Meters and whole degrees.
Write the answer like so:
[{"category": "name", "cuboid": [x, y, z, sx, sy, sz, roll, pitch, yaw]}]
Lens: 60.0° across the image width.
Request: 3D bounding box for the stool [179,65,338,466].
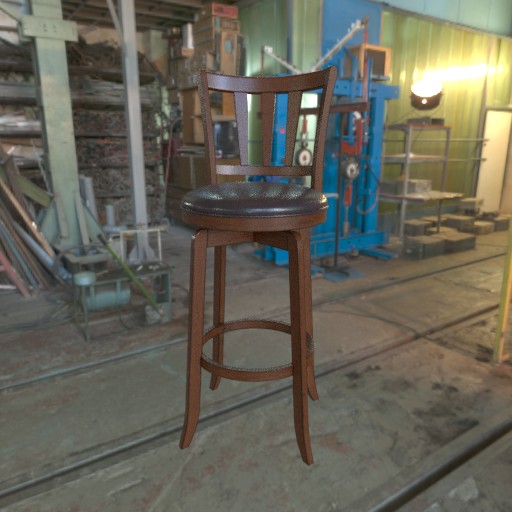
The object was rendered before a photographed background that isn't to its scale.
[{"category": "stool", "cuboid": [0.000, 0.000, 1.427, 0.464, 1.177, 0.503, 3, 15, 10]}]
